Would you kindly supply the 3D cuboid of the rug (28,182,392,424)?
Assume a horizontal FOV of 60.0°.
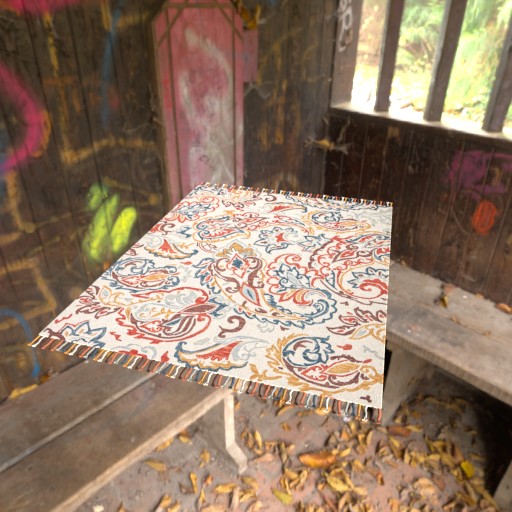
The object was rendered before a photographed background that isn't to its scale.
[{"bbox_3d":[0.000,0.000,4.209,2.439,0.015,3.274,8,32,14],"label":"rug"}]
